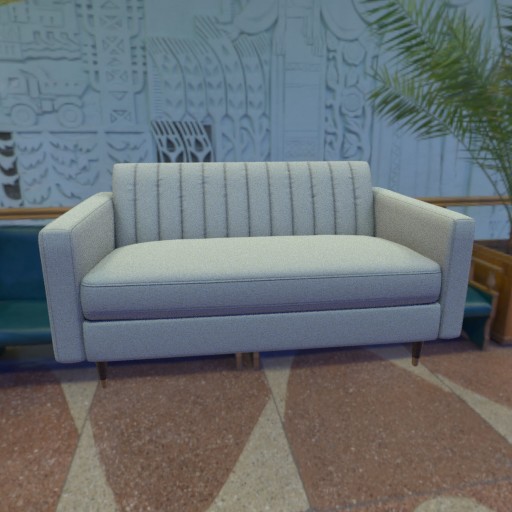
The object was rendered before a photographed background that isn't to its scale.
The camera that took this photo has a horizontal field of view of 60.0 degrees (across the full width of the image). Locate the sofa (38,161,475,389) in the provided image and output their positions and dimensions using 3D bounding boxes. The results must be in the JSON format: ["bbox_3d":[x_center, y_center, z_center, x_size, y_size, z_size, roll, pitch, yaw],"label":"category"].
[{"bbox_3d":[0.000,0.000,2.062,1.585,0.801,0.950,-2,16,-7],"label":"sofa"}]
